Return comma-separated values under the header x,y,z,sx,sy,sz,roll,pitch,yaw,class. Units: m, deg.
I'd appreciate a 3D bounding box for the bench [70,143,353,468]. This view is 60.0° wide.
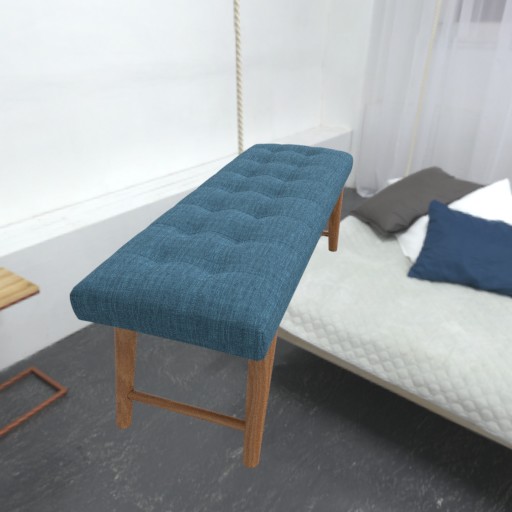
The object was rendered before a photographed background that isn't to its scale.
x,y,z,sx,sy,sz,roll,pitch,yaw,class
0.000,0.000,1.349,0.406,0.432,1.118,9,30,16,bench
